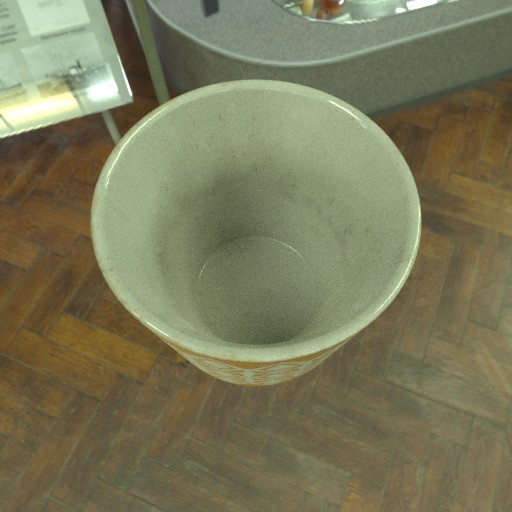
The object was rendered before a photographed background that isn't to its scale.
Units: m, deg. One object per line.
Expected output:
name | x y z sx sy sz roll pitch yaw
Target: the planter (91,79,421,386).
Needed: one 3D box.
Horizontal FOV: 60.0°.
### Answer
planter | 0.000 0.000 0.218 0.126 0.104 0.126 0 64 0
